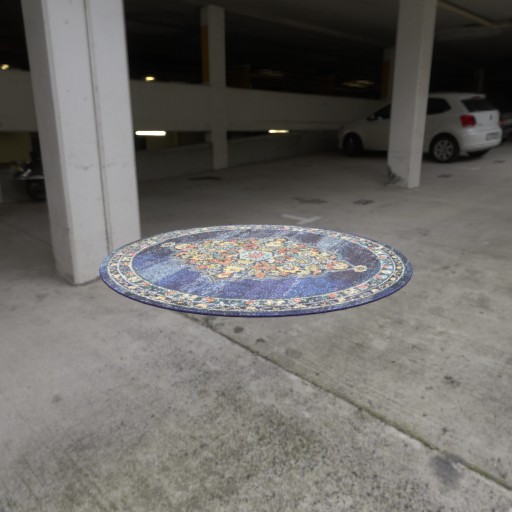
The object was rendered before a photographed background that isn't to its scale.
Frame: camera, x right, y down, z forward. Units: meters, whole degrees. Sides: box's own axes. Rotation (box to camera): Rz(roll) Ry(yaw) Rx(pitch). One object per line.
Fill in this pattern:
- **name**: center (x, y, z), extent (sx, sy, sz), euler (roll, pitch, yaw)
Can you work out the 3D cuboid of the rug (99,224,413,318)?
- **rug**: center (0.000, 0.000, 2.375), extent (1.591, 0.010, 1.591), euler (0, 16, 0)
